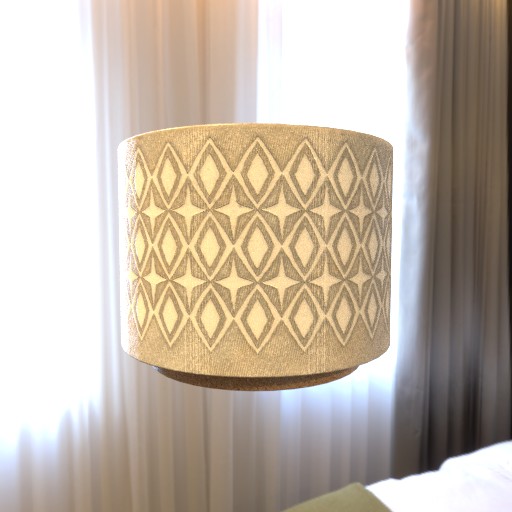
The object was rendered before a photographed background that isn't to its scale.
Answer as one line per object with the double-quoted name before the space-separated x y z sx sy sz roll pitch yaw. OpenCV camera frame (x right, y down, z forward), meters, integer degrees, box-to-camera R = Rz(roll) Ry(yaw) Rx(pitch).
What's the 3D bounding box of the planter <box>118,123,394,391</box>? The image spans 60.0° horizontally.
"planter" 0.000 0.000 0.317 0.186 0.144 0.186 0 3 0
